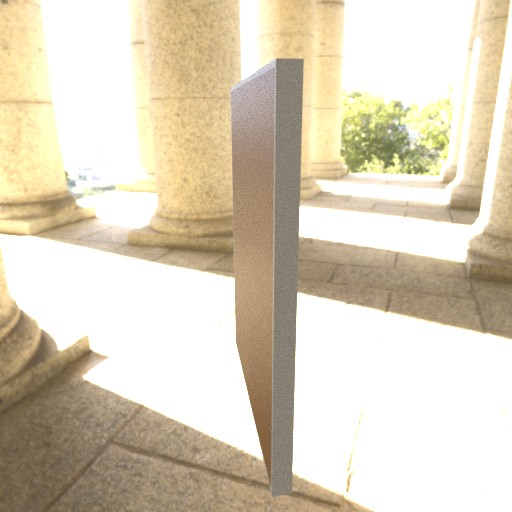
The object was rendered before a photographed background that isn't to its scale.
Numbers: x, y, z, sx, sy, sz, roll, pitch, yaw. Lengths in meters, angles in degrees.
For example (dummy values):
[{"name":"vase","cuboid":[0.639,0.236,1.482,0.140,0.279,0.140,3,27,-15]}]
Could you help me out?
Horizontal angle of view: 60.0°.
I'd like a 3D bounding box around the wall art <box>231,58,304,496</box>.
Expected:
[{"name":"wall art","cuboid":[0.000,0.000,0.733,0.030,0.549,0.443,-3,17,-9]}]
